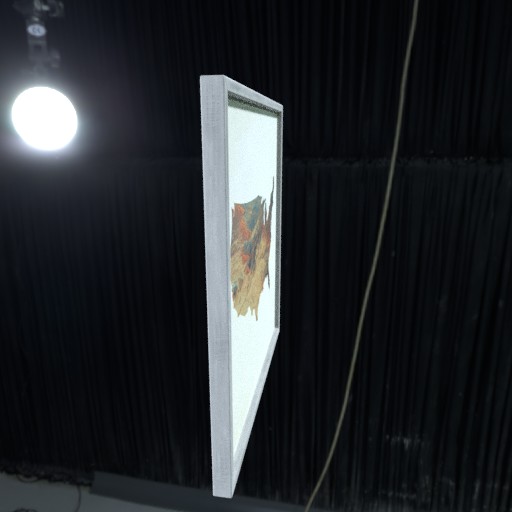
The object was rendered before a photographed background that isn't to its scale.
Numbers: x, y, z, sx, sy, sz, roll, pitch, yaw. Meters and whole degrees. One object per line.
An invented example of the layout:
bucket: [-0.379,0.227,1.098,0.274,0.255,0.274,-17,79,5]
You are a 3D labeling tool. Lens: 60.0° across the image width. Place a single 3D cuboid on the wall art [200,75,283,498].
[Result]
wall art: [0.000,0.000,0.444,0.015,0.303,0.303,3,16,9]
